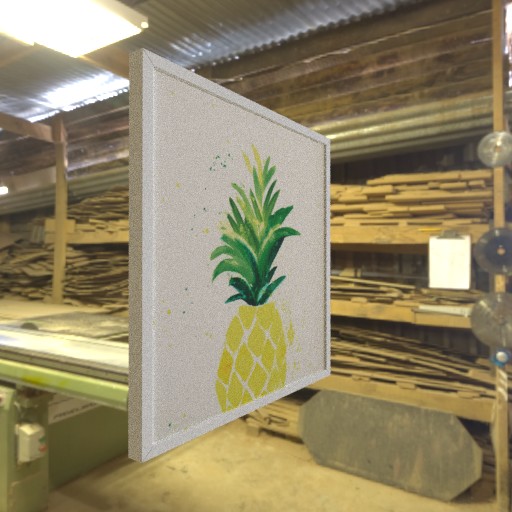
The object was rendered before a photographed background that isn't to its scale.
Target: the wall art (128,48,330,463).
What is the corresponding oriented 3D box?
[{"bbox_3d":[0.000,0.000,1.132,0.038,0.761,0.763,0,-1,36],"label":"wall art"}]
